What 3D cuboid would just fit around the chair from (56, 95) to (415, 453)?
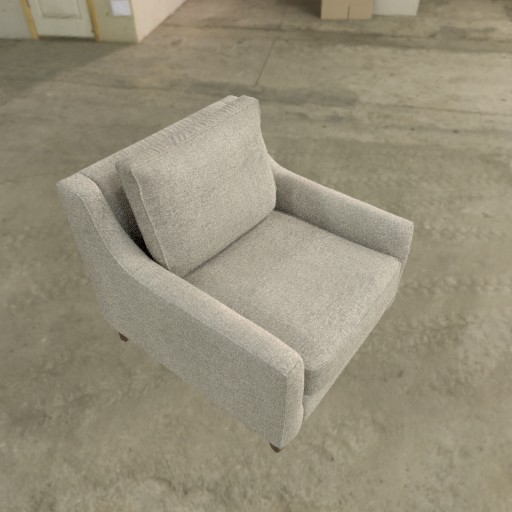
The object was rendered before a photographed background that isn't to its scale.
[{"bbox_3d":[0.000,0.000,1.602,0.918,0.864,0.838,28,50,27],"label":"chair"}]
